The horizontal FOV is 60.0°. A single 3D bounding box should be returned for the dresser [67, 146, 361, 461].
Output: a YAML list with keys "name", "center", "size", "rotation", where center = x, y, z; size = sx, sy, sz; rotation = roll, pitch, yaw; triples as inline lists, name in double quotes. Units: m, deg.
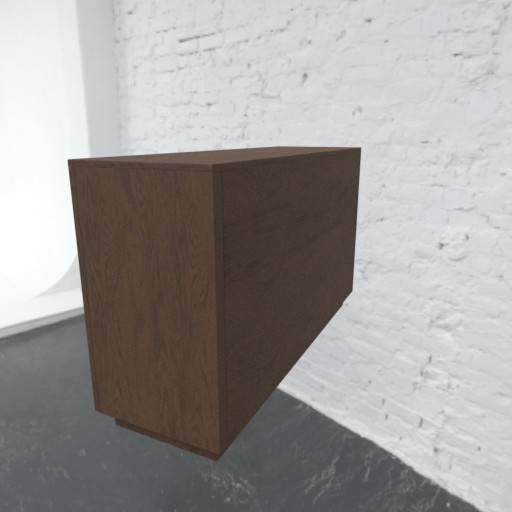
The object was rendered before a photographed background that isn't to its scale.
- name: "dresser"
  center: [0.000, 0.000, 1.934]
  size: [0.512, 0.889, 1.523]
  rotation: [7, 17, 25]
